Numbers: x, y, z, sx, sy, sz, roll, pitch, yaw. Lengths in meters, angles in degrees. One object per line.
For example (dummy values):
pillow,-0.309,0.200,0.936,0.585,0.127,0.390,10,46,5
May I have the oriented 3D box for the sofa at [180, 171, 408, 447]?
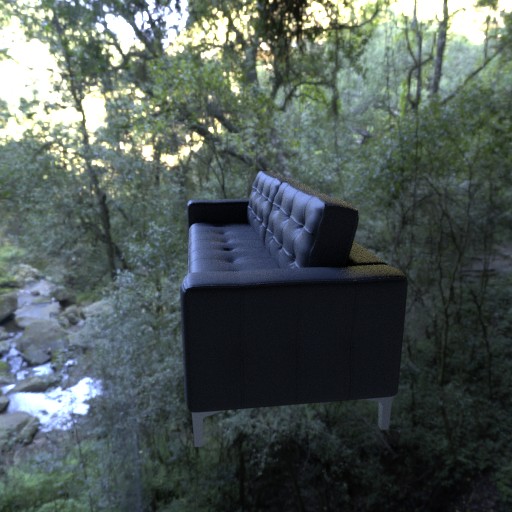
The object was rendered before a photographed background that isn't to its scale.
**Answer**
sofa,0.000,0.000,2.662,0.833,0.893,2.275,-2,15,-8
